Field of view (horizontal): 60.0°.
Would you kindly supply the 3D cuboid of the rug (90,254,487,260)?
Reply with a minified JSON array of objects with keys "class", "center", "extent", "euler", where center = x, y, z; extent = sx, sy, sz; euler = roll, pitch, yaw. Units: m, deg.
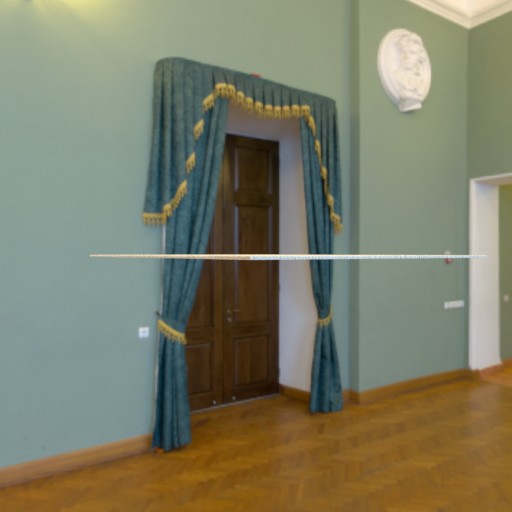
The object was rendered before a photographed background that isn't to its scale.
[{"class":"rug","center":[0.000,0.000,2.814],"extent":[1.509,0.013,2.144],"euler":[0,0,-34]}]
